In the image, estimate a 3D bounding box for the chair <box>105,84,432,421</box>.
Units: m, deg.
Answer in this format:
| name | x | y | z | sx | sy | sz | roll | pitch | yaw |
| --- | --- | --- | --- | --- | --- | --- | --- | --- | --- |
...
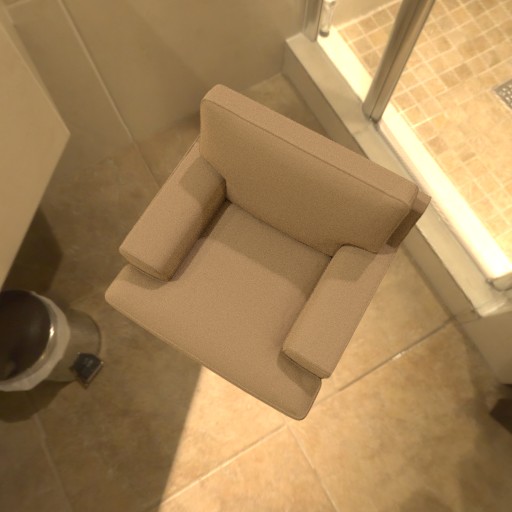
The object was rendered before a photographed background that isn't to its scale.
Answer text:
| name | x | y | z | sx | sy | sz | roll | pitch | yaw |
| --- | --- | --- | --- | --- | --- | --- | --- | --- | --- |
| chair | 0.000 | 0.000 | 2.196 | 1.293 | 1.005 | 1.274 | 22 | 75 | 6 |
